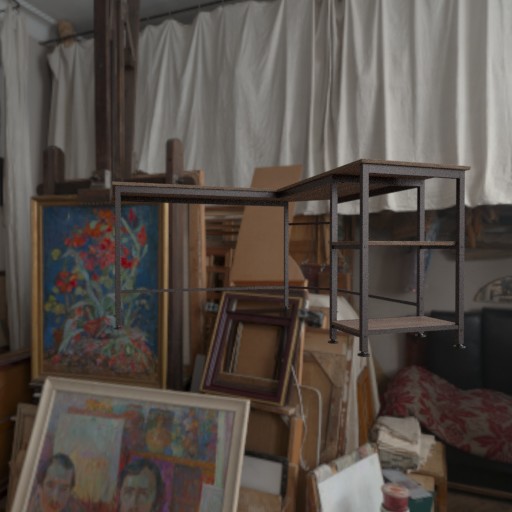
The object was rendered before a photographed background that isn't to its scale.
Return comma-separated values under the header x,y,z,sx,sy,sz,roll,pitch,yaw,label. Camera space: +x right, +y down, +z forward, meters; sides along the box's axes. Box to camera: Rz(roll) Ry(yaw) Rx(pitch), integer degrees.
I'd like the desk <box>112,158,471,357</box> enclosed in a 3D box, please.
x,y,z,sx,sy,sz,roll,pitch,yaw,label
0.000,0.000,2.240,1.379,0.739,1.379,0,1,-18,desk
